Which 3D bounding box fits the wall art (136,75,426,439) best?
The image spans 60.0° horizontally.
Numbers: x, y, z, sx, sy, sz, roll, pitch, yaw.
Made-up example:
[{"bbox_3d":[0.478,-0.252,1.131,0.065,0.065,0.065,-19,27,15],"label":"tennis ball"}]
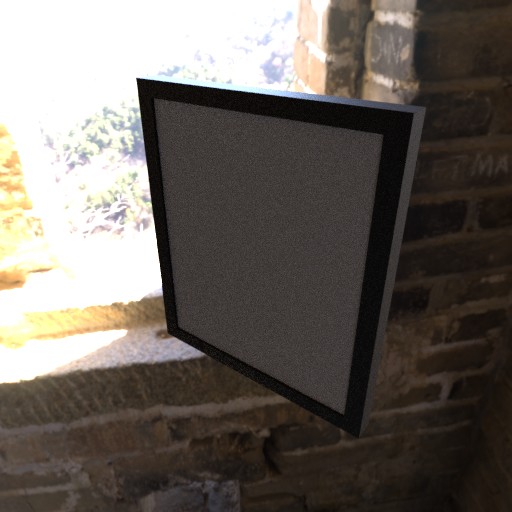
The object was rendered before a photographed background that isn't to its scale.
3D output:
[{"bbox_3d":[0.000,0.000,0.536,0.330,0.381,0.029,20,35,31],"label":"wall art"}]
